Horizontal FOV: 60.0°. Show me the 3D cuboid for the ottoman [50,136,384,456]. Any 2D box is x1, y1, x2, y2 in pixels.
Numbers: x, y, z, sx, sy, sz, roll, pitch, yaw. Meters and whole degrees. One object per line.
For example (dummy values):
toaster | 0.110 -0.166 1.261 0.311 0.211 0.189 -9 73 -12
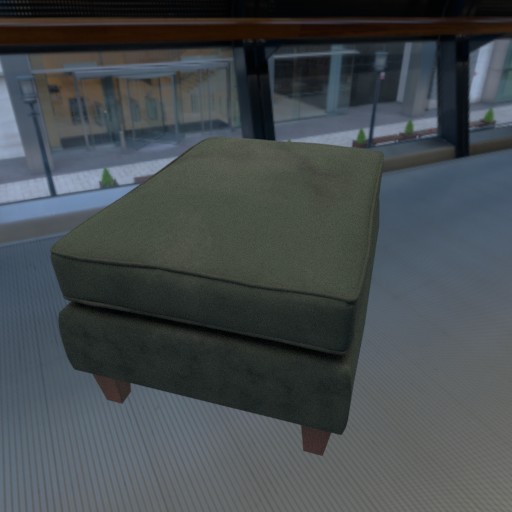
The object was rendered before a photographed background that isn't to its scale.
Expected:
ottoman | 0.000 0.000 1.227 0.632 0.495 0.864 9 31 14
